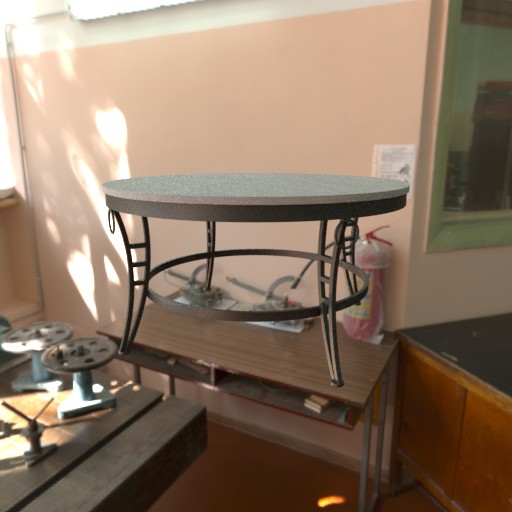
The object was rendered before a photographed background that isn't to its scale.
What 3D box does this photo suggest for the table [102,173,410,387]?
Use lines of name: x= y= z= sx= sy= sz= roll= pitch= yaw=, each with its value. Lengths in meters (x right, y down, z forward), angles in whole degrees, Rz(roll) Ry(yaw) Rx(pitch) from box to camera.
table: x=0.000 y=0.000 z=1.407 sx=0.889 sy=0.470 sz=0.889 roll=0 pitch=14 yaw=0
